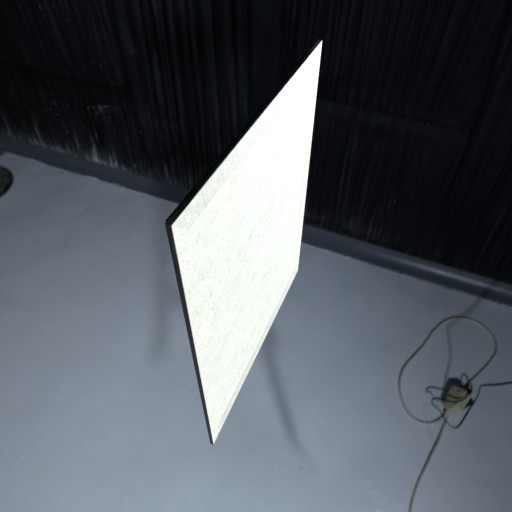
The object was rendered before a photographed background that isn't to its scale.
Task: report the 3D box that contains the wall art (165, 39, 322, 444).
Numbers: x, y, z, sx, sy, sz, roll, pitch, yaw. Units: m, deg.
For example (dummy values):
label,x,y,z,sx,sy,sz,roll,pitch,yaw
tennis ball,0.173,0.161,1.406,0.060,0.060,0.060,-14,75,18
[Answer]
label,x,y,z,sx,sy,sz,roll,pitch,yaw
wall art,0.000,0.000,0.626,0.023,0.457,0.381,18,50,16
